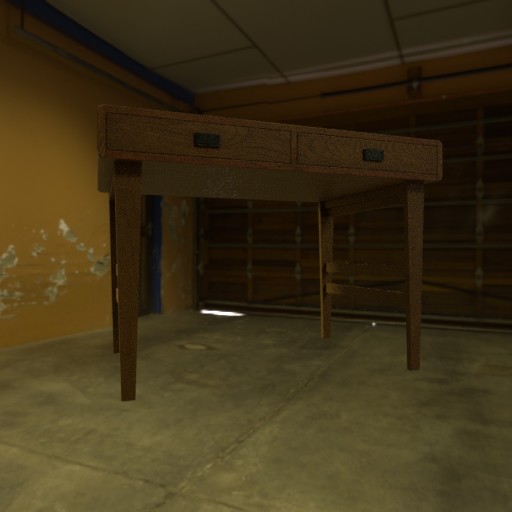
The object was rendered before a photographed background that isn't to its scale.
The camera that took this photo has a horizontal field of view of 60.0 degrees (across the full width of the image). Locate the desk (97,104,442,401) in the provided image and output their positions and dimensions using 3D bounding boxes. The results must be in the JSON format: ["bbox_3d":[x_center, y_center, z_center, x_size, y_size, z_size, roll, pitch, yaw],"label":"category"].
[{"bbox_3d":[0.000,0.000,1.581,1.066,0.754,0.660,0,0,-20],"label":"desk"}]
